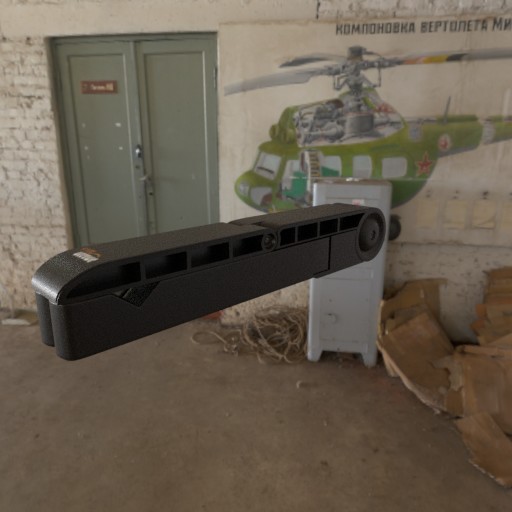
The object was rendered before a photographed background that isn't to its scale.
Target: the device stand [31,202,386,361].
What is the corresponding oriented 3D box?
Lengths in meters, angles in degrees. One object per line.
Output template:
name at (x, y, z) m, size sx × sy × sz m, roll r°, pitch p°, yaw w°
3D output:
device stand at (0.000, 0.000, 0.195) m, size 0.179 × 0.030 × 0.026 m, roll -15°, pitch 21°, yaw -42°
